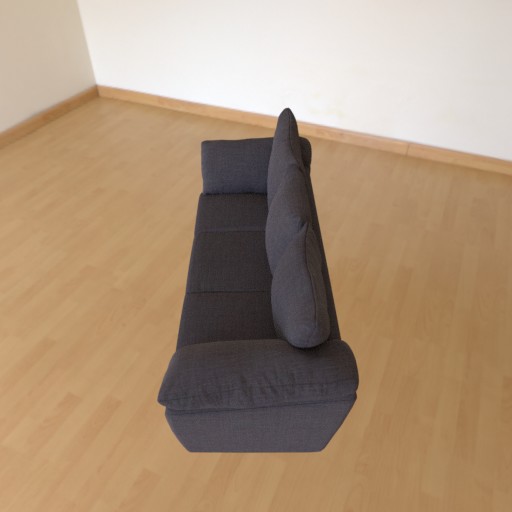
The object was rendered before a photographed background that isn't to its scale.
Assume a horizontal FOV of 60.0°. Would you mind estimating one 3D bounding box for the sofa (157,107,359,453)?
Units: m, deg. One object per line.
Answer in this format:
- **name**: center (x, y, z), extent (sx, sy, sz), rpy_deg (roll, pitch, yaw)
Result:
- **sofa**: center (0.000, 0.000, 2.873), extent (0.883, 1.080, 2.336), rpy_deg (0, 42, 0)
